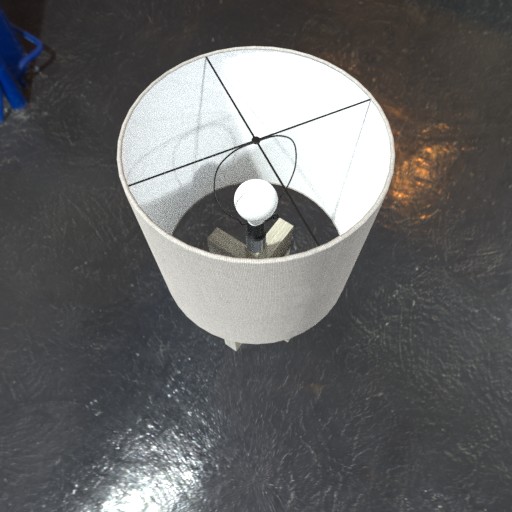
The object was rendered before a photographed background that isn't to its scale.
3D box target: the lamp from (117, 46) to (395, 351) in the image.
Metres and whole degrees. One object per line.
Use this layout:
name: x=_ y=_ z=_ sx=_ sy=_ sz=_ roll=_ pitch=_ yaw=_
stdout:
lamp: x=0.000 y=0.000 z=0.556 sx=0.229 sy=0.428 sz=0.229 roll=32 pitch=67 yaw=15
